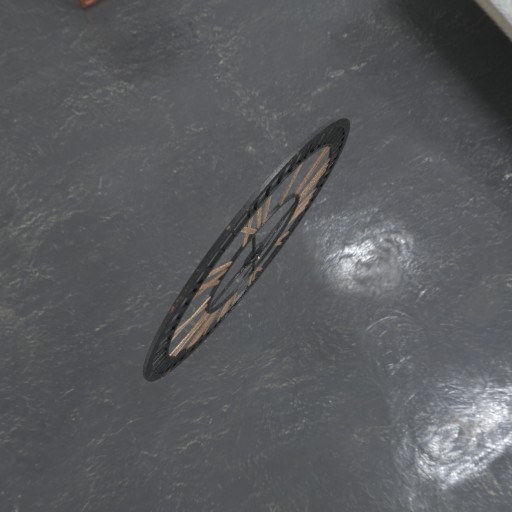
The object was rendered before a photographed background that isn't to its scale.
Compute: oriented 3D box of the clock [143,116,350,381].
[{"bbox_3d":[0.000,0.000,1.206,0.025,0.843,0.843,37,79,8],"label":"clock"}]
